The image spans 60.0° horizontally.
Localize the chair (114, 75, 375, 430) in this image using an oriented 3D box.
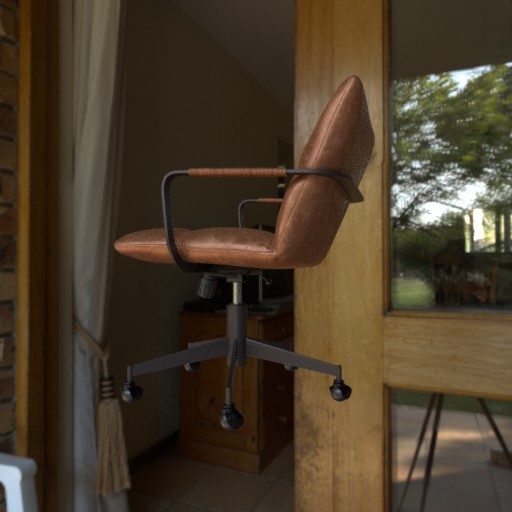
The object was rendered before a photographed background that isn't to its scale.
[{"bbox_3d":[0.000,0.000,1.486,0.754,0.922,0.727,0,-1,18],"label":"chair"}]
